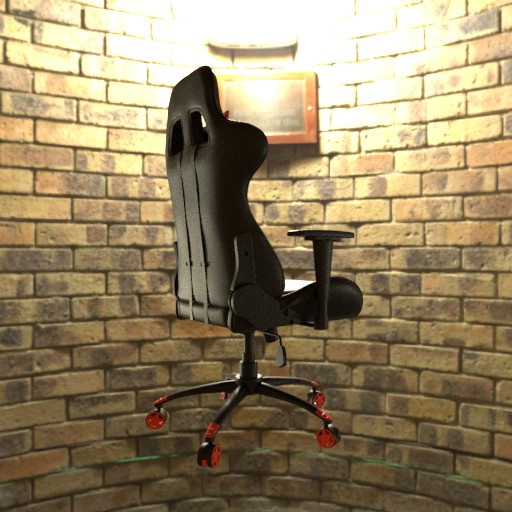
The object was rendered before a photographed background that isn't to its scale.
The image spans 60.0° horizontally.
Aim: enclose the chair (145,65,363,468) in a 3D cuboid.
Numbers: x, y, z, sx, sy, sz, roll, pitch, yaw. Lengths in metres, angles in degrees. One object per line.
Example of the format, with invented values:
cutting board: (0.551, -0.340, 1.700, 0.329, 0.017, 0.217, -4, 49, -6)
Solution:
chair: (0.000, 0.000, 1.700, 0.730, 1.282, 0.695, 0, 0, -37)
